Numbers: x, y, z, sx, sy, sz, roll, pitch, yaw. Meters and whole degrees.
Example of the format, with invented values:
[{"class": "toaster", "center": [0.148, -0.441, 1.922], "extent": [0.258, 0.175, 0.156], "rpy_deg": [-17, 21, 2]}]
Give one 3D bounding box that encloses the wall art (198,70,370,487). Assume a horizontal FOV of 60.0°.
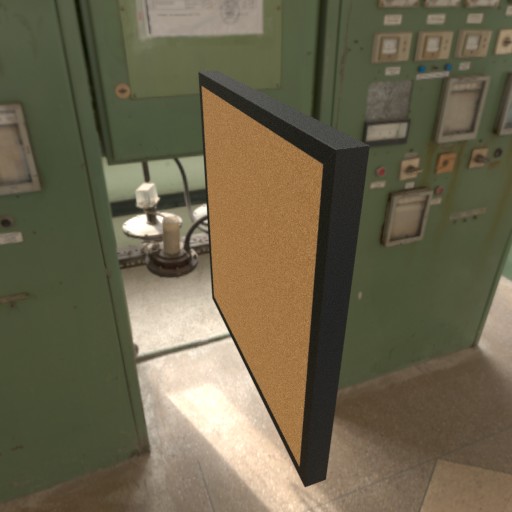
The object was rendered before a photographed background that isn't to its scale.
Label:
[{"class": "wall art", "center": [0.000, 0.000, 0.736], "extent": [0.036, 0.508, 0.508], "rpy_deg": [-11, 32, -18]}]
